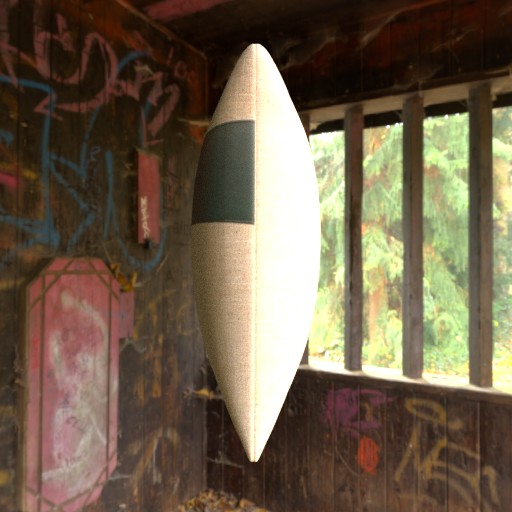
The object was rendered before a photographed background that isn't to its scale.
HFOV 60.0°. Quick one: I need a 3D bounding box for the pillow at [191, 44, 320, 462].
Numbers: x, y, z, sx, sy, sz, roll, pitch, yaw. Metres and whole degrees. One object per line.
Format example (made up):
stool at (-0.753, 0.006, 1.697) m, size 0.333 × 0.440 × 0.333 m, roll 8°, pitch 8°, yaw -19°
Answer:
pillow at (0.000, 0.000, 0.622) m, size 0.173 × 0.399 × 0.414 m, roll 0°, pitch -1°, yaw 0°
